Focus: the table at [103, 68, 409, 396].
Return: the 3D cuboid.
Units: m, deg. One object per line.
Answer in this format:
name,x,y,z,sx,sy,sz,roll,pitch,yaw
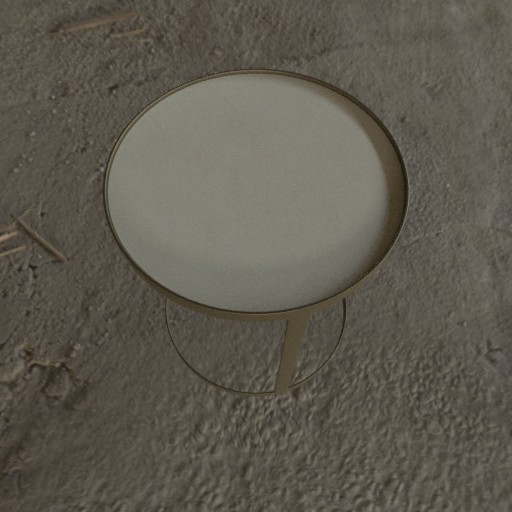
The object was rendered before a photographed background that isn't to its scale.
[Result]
table,0.000,0.000,0.951,0.480,0.565,0.480,0,62,0
